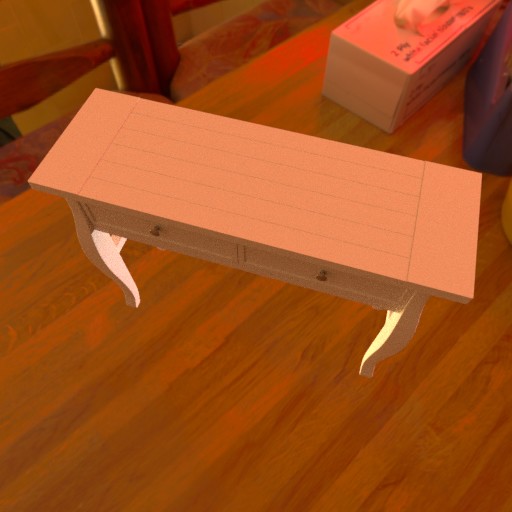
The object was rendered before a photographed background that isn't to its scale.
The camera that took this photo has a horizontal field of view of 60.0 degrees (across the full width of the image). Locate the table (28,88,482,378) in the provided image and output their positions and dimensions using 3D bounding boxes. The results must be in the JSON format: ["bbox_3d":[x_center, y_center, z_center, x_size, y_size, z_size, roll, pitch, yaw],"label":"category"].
[{"bbox_3d":[0.000,0.000,1.424,1.062,0.768,0.373,15,61,9],"label":"table"}]
